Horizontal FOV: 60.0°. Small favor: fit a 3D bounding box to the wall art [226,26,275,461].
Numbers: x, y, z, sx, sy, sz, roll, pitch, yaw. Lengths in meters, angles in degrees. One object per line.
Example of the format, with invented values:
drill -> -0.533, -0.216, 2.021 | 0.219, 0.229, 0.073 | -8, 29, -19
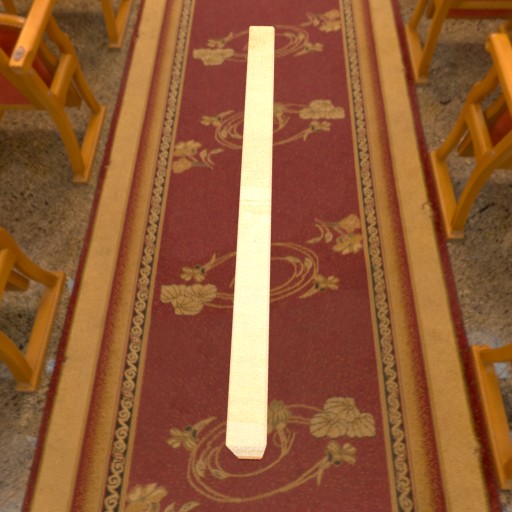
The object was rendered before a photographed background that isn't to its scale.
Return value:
wall art -> 0.000, 0.000, 0.745 | 0.040, 0.402, 0.613 | 2, 64, 1
